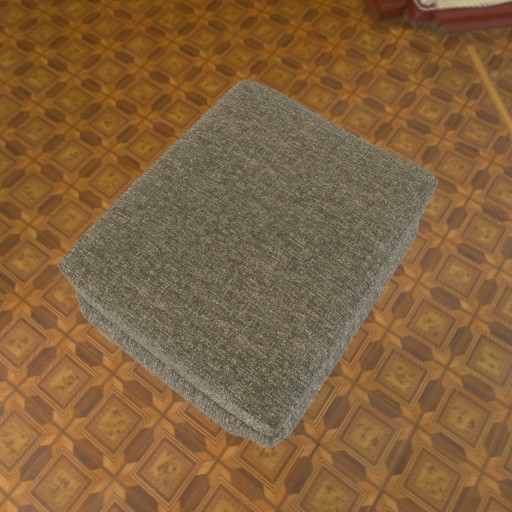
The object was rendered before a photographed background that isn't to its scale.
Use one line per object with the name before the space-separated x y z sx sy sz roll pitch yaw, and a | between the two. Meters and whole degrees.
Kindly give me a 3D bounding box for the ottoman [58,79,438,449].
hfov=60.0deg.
ottoman | 0.000 0.000 1.247 0.683 0.480 0.828 33 68 15
